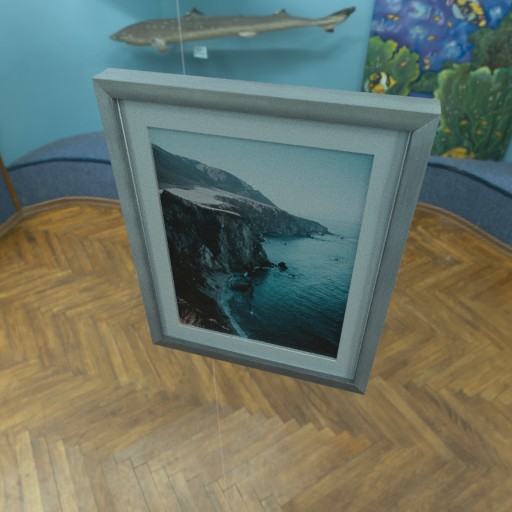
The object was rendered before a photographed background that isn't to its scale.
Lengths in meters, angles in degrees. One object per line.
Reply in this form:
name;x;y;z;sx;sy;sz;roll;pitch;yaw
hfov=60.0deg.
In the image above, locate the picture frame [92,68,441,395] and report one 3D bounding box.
picture frame;0.000;0.000;0.742;0.449;0.555;0.046;10;41;12
